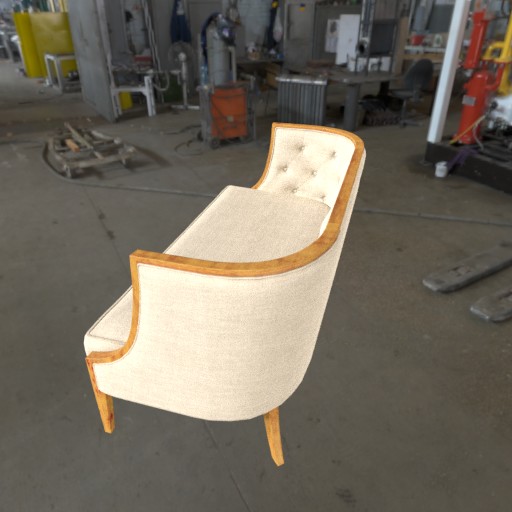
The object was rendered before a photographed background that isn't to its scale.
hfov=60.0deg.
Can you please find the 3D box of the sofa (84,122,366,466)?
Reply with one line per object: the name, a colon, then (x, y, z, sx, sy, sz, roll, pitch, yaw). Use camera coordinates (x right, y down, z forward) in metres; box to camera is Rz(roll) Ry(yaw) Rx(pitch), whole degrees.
sofa: (0.000, 0.000, 1.901, 0.770, 0.775, 1.474, 9, 32, 14)
